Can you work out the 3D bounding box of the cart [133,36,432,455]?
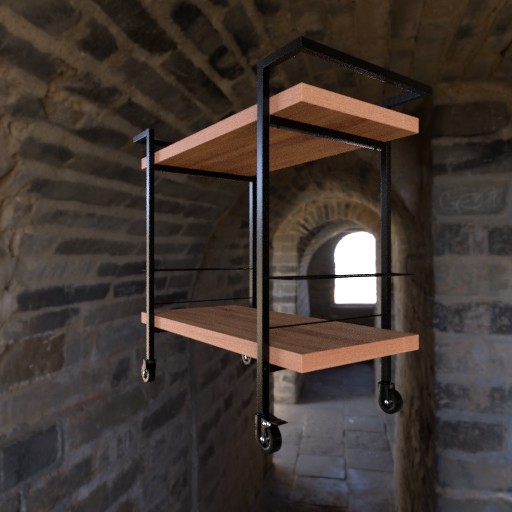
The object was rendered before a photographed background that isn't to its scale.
[{"bbox_3d":[0.000,0.000,1.208,0.406,0.762,0.806,0,0,-36],"label":"cart"}]
